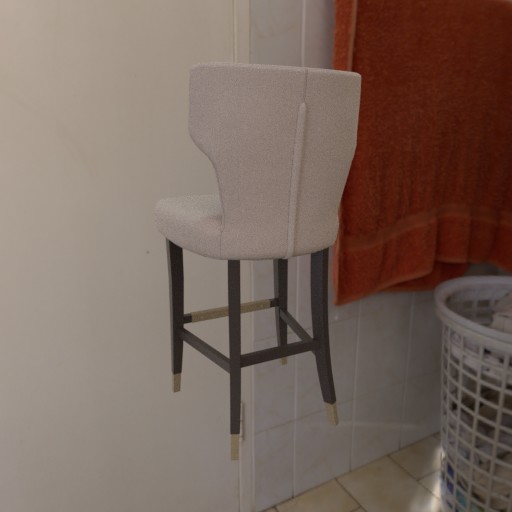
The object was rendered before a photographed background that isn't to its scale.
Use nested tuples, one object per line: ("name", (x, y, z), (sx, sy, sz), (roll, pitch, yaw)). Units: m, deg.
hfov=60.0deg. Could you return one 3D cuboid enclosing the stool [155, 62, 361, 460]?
("stool", (0.000, 0.000, 1.437), (0.526, 1.092, 0.563), (-7, 17, -25))
